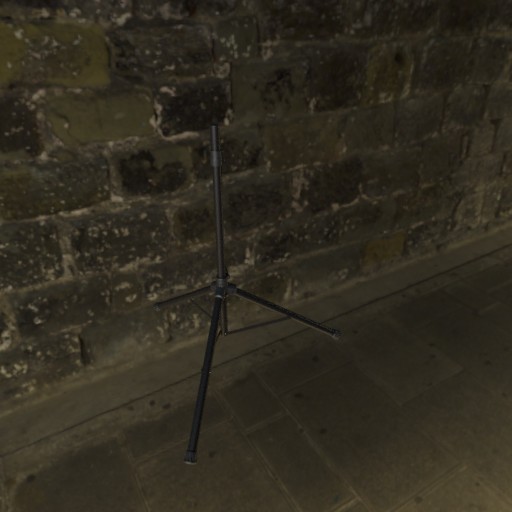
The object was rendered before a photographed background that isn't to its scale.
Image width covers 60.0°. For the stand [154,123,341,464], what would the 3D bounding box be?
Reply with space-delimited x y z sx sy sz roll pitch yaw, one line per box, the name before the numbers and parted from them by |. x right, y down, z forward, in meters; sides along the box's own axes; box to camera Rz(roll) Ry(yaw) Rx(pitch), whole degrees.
stand | 0.000 0.000 1.901 0.907 1.136 1.045 -8 32 -14
